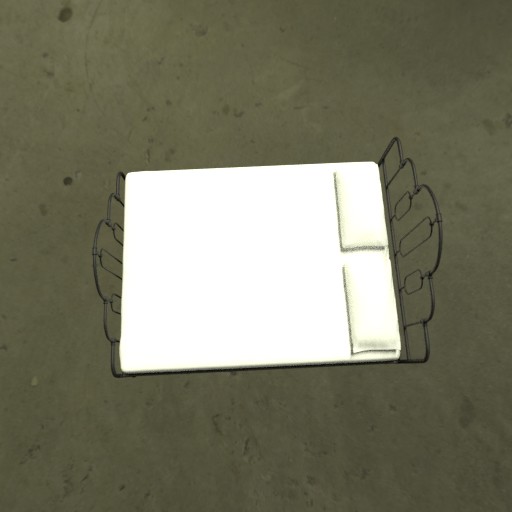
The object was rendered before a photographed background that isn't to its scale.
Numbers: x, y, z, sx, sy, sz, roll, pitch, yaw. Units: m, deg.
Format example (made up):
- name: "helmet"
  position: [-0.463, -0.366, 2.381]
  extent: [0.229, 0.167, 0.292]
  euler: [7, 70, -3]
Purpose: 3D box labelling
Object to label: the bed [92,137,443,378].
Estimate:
- name: "bed"
  position: [0.000, 0.000, 3.238]
  extent: [2.163, 1.429, 1.640]
  euler: [-3, 76, -1]
